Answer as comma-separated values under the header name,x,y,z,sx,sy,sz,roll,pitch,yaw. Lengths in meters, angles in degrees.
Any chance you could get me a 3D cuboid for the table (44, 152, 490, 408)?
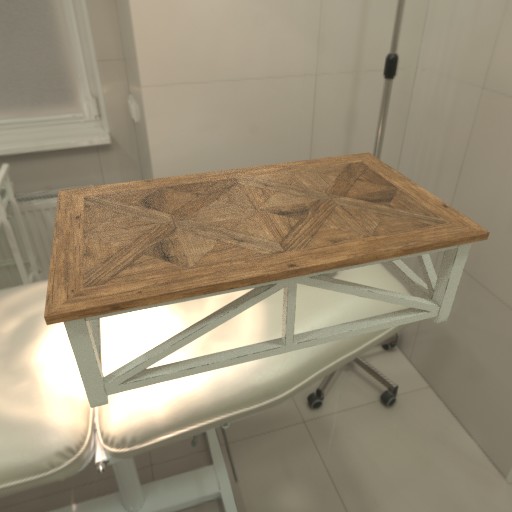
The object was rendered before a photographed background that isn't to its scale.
name,x,y,z,sx,sy,sz,roll,pitch,yaw
table,0.000,0.000,1.745,1.400,0.410,0.800,-10,35,-15
